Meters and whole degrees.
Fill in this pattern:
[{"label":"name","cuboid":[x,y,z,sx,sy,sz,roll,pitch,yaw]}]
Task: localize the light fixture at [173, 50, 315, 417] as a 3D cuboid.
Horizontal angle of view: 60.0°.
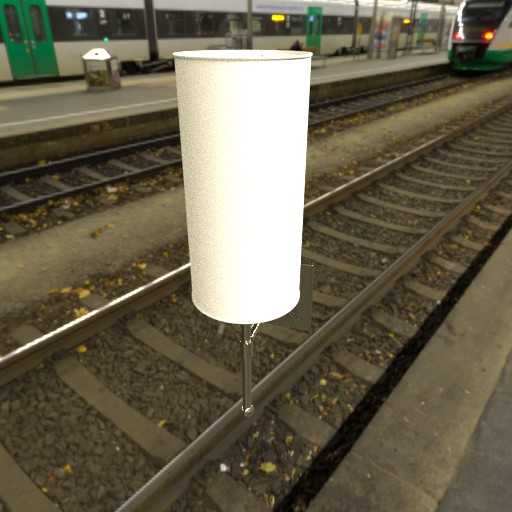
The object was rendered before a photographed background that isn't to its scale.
[{"label":"light fixture","cuboid":[0.000,0.000,0.550,0.128,0.462,0.208,8,28,16]}]
